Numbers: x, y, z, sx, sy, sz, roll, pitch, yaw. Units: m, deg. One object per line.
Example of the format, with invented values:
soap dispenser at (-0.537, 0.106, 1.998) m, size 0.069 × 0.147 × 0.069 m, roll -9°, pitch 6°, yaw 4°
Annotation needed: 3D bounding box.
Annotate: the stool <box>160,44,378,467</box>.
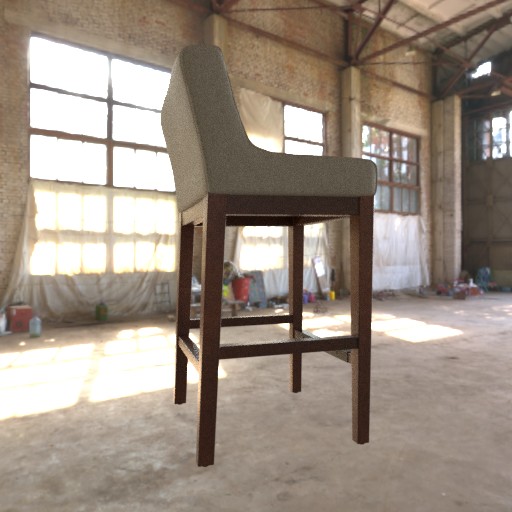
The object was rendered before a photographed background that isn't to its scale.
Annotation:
stool at (0.000, 0.000, 1.250) m, size 0.500 × 0.937 × 0.511 m, roll 0°, pitch 0°, yaw -17°
